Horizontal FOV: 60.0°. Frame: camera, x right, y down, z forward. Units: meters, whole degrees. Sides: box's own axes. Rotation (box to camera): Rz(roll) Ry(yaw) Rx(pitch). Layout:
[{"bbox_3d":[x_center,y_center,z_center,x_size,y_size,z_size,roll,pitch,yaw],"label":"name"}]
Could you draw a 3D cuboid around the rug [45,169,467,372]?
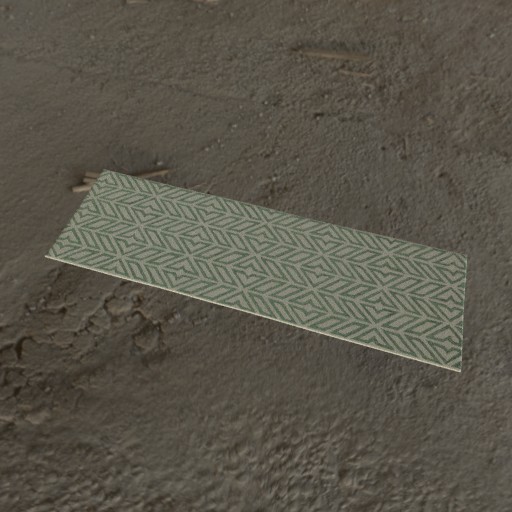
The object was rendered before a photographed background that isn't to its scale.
[{"bbox_3d":[0.000,0.000,2.672,2.435,0.009,0.750,14,58,9],"label":"rug"}]
